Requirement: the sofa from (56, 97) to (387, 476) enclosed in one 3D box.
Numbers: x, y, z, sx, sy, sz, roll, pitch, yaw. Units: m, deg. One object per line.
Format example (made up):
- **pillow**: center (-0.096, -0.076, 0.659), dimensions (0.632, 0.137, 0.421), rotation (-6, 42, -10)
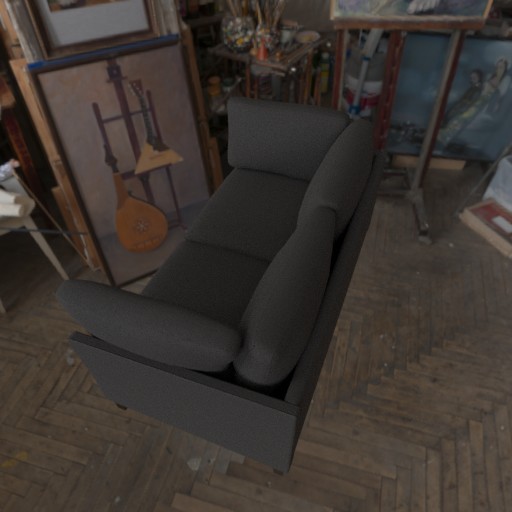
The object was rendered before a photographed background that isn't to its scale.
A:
- **sofa**: center (0.000, 0.000, 2.310), dimensions (0.969, 0.920, 1.751), rotation (16, 49, 15)
